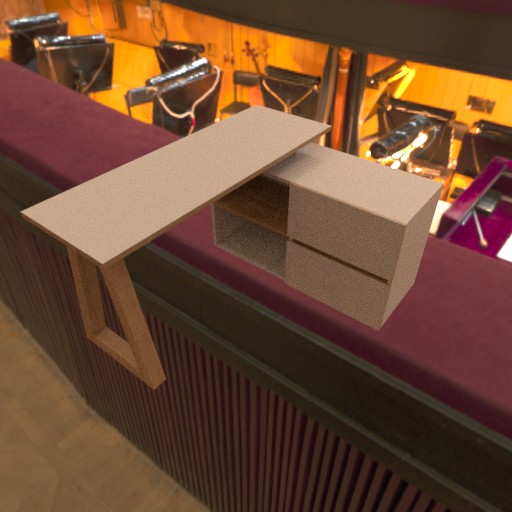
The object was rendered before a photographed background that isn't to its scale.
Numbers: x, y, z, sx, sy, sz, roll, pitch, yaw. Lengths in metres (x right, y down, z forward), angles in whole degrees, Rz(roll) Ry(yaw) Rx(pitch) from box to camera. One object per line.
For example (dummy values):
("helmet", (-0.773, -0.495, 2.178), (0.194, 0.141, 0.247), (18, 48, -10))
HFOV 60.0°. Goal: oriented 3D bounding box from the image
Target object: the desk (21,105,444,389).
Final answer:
("desk", (0.000, 0.000, 2.028), (1.098, 0.755, 1.404), (26, 45, 29))
